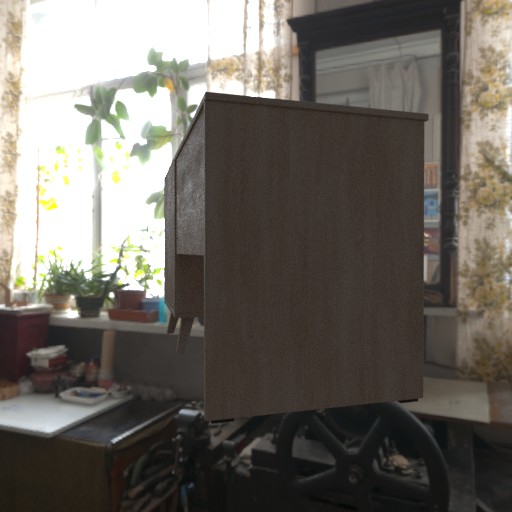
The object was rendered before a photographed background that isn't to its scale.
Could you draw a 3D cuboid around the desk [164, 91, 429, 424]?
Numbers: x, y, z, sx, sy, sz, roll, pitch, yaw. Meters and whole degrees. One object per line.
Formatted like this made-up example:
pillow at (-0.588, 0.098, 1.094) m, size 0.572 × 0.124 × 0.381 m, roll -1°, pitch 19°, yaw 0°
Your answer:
desk at (0.000, 0.000, 1.704) m, size 0.600 × 0.770 × 1.251 m, roll 0°, pitch 1°, yaw -16°
